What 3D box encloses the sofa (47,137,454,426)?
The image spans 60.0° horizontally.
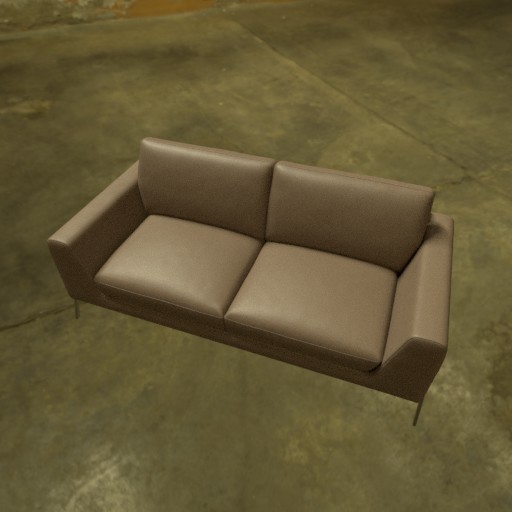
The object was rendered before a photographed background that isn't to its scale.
[{"bbox_3d":[0.000,0.000,2.484,2.017,0.875,0.953,14,43,15],"label":"sofa"}]
